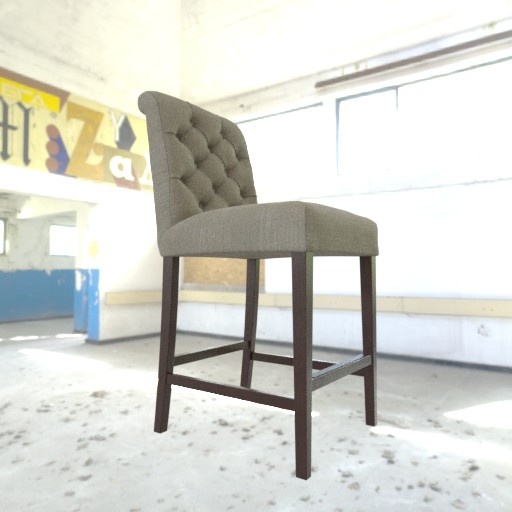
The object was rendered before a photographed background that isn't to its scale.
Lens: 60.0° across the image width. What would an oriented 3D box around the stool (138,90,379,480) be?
[{"bbox_3d":[0.000,0.000,1.434,0.660,1.084,0.486,-1,-2,36],"label":"stool"}]
